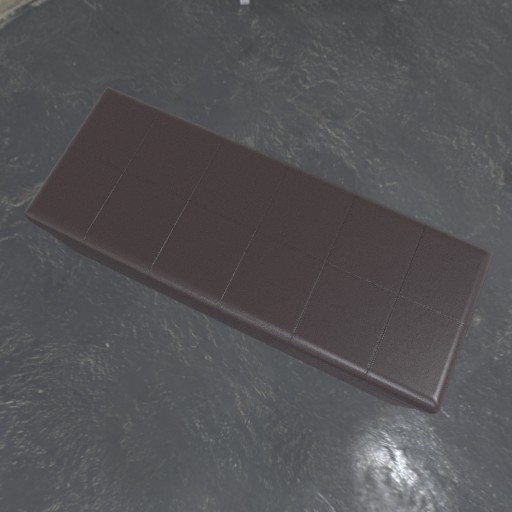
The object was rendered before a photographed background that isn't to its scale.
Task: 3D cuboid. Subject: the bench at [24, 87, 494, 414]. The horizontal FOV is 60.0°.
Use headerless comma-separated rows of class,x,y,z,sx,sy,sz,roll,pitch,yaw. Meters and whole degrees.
bench,0.000,0.000,1.287,1.092,0.457,0.429,25,76,7
